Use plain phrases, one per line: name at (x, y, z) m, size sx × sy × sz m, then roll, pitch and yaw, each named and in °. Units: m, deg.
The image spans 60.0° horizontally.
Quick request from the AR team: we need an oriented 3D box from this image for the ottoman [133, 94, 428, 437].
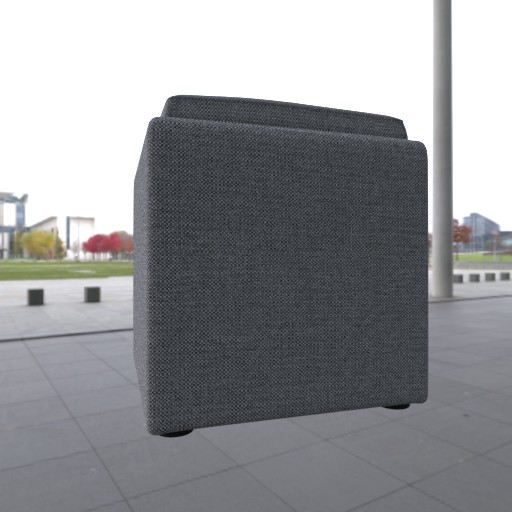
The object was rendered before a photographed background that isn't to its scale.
ottoman at (0.000, 0.000, 0.847) m, size 0.436 × 0.487 × 0.454 m, roll 0°, pitch 0°, yaw -18°
